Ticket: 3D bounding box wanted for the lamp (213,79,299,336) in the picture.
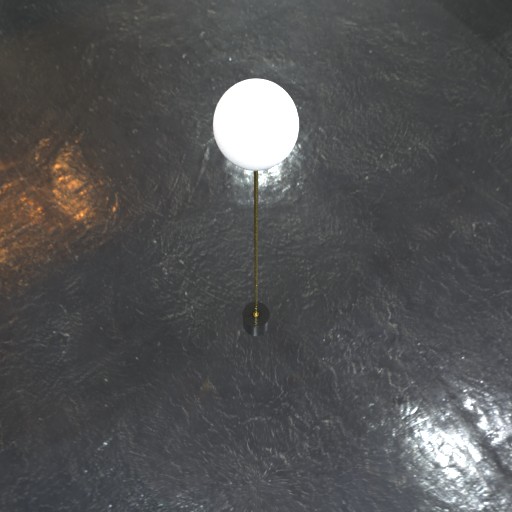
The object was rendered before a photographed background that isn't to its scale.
[{"bbox_3d":[0.000,0.000,1.854,0.229,1.748,0.229,-27,66,-13],"label":"lamp"}]
